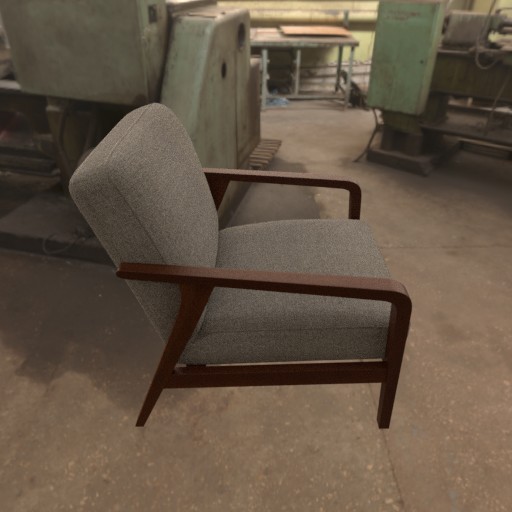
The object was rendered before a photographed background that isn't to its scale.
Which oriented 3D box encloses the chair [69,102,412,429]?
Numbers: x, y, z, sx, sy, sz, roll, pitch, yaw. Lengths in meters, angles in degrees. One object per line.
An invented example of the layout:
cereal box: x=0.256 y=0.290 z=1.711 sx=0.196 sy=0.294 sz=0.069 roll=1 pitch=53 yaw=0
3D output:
chair: x=0.000 y=0.000 z=1.427 sx=0.858 sy=0.847 sz=0.704 roll=0 pitch=33 yaw=0
